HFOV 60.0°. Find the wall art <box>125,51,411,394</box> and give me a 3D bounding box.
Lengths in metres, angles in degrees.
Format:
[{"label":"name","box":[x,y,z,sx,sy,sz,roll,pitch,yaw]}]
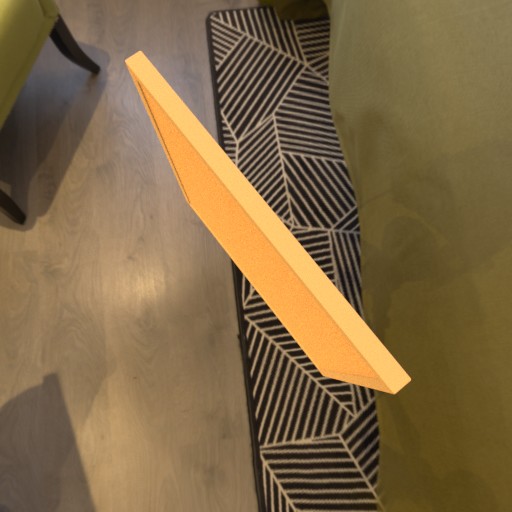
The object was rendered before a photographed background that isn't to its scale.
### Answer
[{"label":"wall art","box":[0.000,0.000,1.139,0.037,0.761,0.761,-37,80,-8]}]
